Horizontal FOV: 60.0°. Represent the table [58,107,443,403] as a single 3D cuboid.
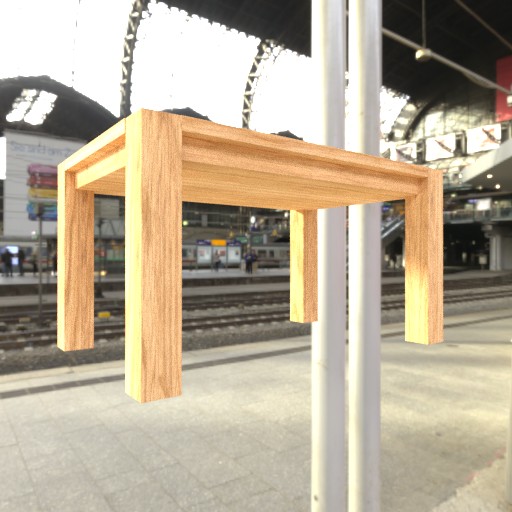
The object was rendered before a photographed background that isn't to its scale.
[{"bbox_3d":[0.000,0.000,1.910,1.400,0.760,0.900,0,0,-37],"label":"table"}]
